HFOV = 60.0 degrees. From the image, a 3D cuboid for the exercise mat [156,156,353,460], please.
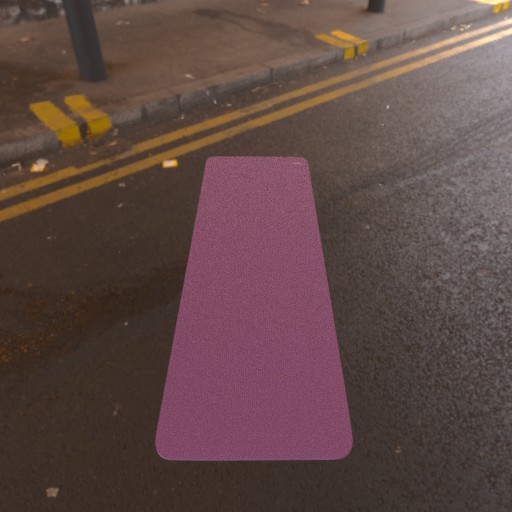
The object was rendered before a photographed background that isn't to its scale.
[{"bbox_3d":[0.000,0.000,2.040,0.616,0.021,1.869,0,41,0],"label":"exercise mat"}]
